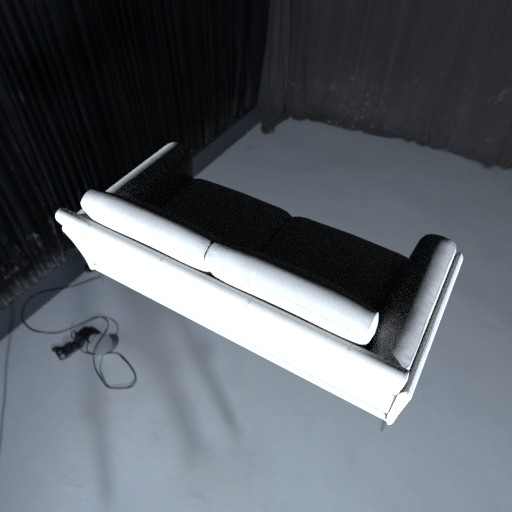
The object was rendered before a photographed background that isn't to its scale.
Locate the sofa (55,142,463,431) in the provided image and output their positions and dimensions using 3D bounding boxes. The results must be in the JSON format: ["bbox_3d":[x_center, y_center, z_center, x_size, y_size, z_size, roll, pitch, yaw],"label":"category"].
[{"bbox_3d":[0.000,0.000,2.615,2.101,0.930,1.049,23,51,20],"label":"sofa"}]
